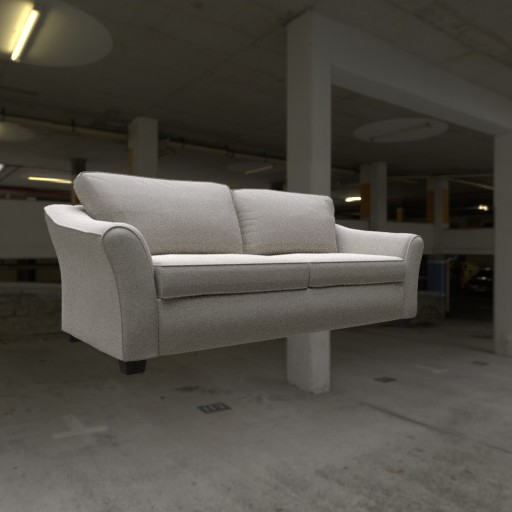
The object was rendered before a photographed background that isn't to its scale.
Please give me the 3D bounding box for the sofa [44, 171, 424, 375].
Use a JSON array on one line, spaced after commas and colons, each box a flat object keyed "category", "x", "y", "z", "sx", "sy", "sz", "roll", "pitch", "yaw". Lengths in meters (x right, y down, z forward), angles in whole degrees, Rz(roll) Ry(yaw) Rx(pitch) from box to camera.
[{"category": "sofa", "x": 0.000, "y": 0.000, "z": 2.765, "sx": 2.270, "sy": 0.965, "sz": 0.980, "roll": -1, "pitch": 1, "yaw": -37}]
